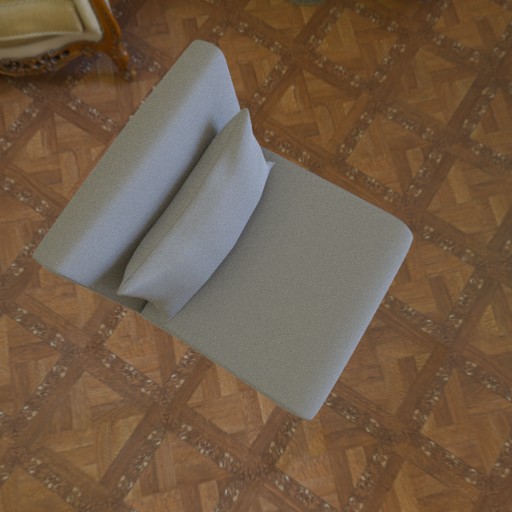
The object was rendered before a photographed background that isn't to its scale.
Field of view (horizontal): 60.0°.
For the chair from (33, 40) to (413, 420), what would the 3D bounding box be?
[{"bbox_3d":[0.000,0.000,1.512,0.902,0.808,0.770,31,79,7],"label":"chair"}]
